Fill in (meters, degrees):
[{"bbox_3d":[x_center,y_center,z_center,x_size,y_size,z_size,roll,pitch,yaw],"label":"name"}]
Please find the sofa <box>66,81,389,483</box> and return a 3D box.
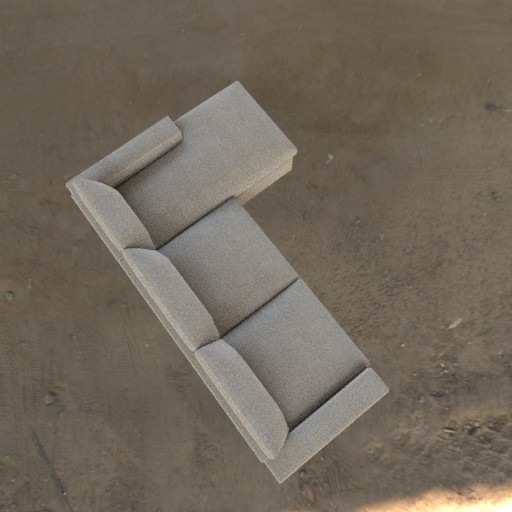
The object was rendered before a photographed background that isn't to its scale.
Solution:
[{"bbox_3d":[0.000,0.000,3.426,1.689,0.813,2.718,-37,79,-8],"label":"sofa"}]
